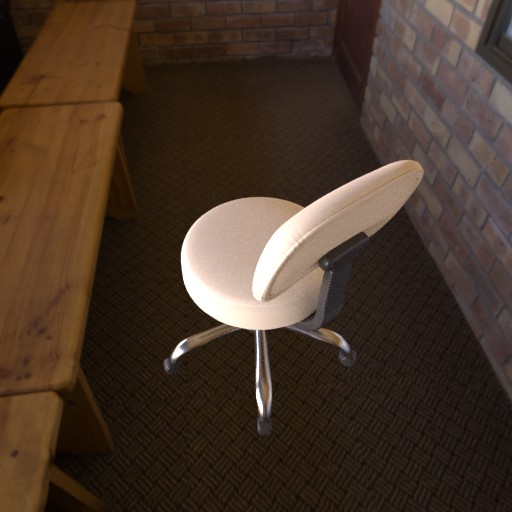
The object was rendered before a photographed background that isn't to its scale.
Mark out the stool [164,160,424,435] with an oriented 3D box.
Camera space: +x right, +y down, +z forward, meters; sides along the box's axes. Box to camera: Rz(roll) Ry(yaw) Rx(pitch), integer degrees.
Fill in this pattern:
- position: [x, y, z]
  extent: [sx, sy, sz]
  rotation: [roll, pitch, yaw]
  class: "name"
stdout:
- position: [0.000, 0.000, 1.199]
  extent: [0.609, 0.810, 0.616]
  rotation: [-30, 53, -26]
  class: "stool"
